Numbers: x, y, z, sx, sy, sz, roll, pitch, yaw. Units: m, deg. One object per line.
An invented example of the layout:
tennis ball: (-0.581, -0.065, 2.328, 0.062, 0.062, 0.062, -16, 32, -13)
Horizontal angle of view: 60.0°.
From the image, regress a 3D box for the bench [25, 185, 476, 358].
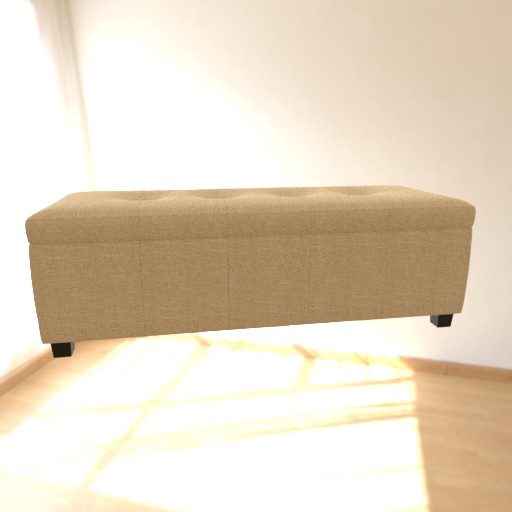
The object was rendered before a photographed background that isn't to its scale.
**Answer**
bench: (0.000, 0.000, 1.410, 1.219, 0.406, 0.432, -3, 15, -10)
